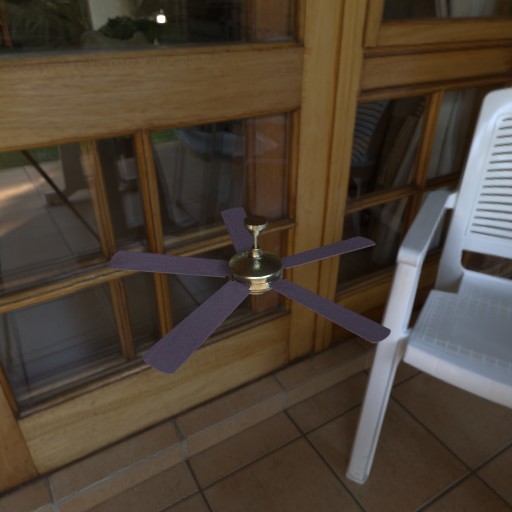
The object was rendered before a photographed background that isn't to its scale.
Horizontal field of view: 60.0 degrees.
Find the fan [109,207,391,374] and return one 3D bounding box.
[{"bbox_3d":[0.000,0.000,2.007,1.321,0.356,1.321,-21,36,-31],"label":"fan"}]
